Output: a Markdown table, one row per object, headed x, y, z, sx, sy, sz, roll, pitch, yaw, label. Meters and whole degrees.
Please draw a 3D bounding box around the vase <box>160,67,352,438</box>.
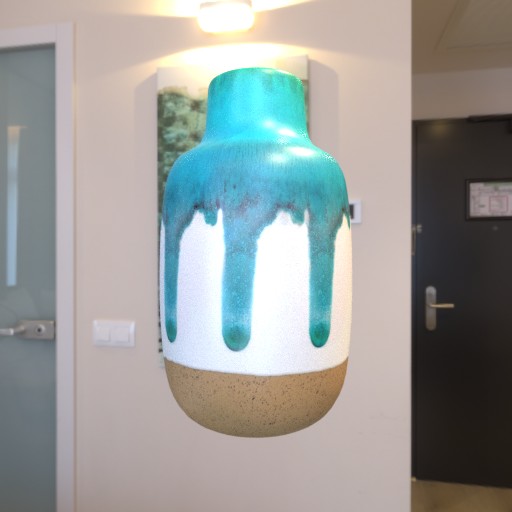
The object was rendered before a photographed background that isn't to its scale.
| x | y | z | sx | sy | sz | roll | pitch | yaw | label |
| --- | --- | --- | --- | --- | --- | --- | --- | --- | --- |
| 0.000 | 0.000 | 0.249 | 0.106 | 0.192 | 0.106 | 0 | 0 | 0 | vase |
